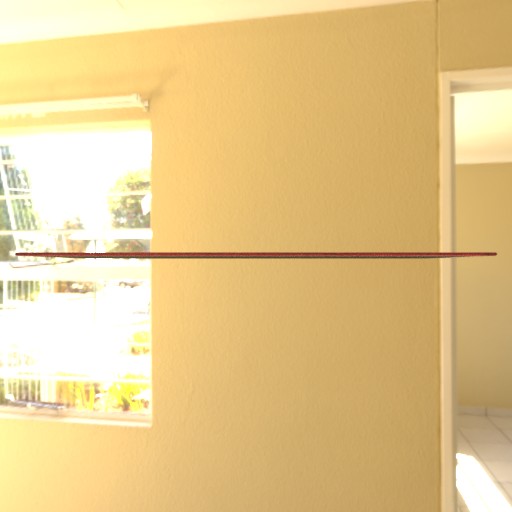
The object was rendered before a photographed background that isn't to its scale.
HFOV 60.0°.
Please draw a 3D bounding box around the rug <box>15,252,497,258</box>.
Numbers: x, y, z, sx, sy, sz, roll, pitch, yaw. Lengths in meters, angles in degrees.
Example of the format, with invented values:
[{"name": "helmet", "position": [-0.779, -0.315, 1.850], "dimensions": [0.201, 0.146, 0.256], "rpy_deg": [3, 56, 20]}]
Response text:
[{"name": "rug", "position": [0.000, 0.000, 2.642], "dimensions": [2.439, 0.018, 0.813], "rpy_deg": [0, -1, 0]}]
